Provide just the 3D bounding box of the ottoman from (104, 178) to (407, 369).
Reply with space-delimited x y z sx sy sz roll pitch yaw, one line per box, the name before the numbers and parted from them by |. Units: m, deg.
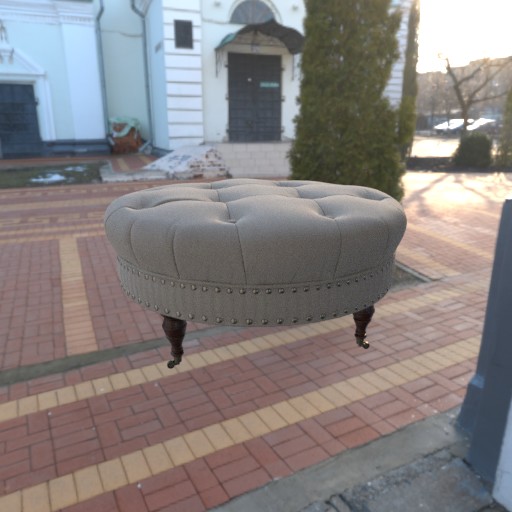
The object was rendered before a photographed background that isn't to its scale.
ottoman | 0.000 0.000 1.422 0.901 0.439 0.901 0 17 0
